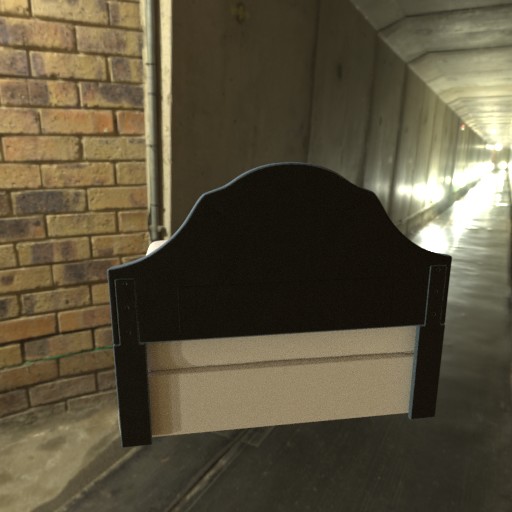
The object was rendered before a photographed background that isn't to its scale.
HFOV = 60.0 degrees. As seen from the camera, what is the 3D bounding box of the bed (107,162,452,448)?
[{"bbox_3d":[0.000,0.000,3.702,2.039,1.617,2.477,-2,14,-9],"label":"bed"}]
